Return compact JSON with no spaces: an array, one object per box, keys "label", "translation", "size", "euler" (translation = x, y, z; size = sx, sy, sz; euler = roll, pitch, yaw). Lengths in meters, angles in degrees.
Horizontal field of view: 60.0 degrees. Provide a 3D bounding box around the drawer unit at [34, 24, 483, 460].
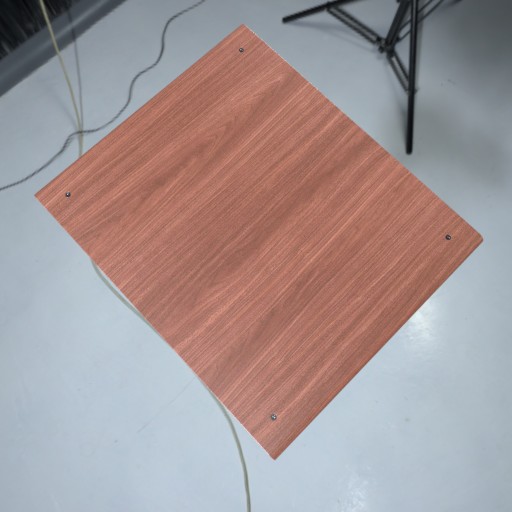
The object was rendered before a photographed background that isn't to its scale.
[{"label":"drawer unit","translation":[0.000,0.000,0.610],"size":[0.290,0.351,0.349],"euler":[-43,81,-9]}]
